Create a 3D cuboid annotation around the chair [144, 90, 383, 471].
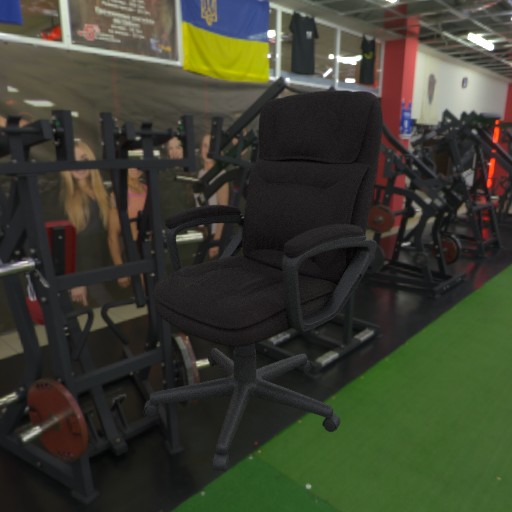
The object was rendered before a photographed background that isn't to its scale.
[{"bbox_3d":[0.000,0.000,1.519,0.724,1.105,0.667,-14,20,-43],"label":"chair"}]
